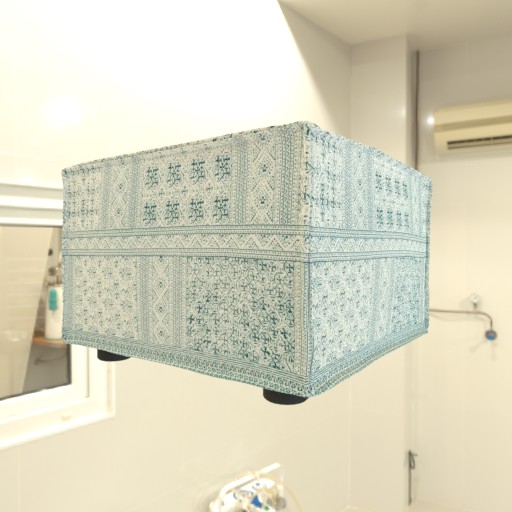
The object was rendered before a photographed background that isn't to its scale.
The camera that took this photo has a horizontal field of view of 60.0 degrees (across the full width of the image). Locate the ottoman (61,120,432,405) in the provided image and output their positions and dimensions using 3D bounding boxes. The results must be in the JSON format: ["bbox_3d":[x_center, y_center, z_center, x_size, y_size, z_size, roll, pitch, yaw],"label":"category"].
[{"bbox_3d":[0.000,0.000,1.016,0.626,0.439,0.617,1,1,36],"label":"ottoman"}]
